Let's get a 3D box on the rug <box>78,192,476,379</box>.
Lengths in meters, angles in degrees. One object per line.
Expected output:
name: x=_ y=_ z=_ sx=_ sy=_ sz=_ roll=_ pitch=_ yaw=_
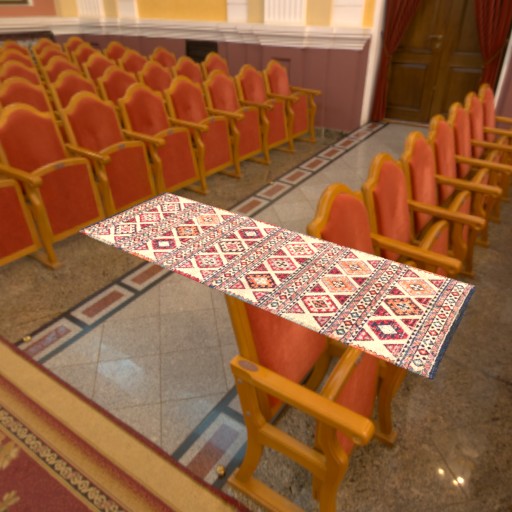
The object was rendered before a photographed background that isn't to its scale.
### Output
rug: x=0.000 y=0.000 z=2.706 sx=2.362 sy=0.008 sz=0.832 roll=19 pitch=36 yaw=29
